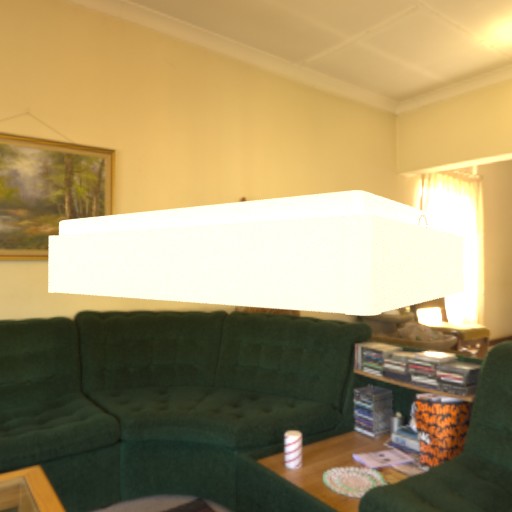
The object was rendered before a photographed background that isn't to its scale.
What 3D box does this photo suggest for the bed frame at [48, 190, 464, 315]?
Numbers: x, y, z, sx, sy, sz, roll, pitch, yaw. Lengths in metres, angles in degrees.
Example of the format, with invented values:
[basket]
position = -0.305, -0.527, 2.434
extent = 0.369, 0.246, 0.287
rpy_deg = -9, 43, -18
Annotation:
[bed frame]
position = 0.000, 0.000, 2.489
extent = 1.900, 0.406, 1.400
rpy_deg = -1, -1, 36
